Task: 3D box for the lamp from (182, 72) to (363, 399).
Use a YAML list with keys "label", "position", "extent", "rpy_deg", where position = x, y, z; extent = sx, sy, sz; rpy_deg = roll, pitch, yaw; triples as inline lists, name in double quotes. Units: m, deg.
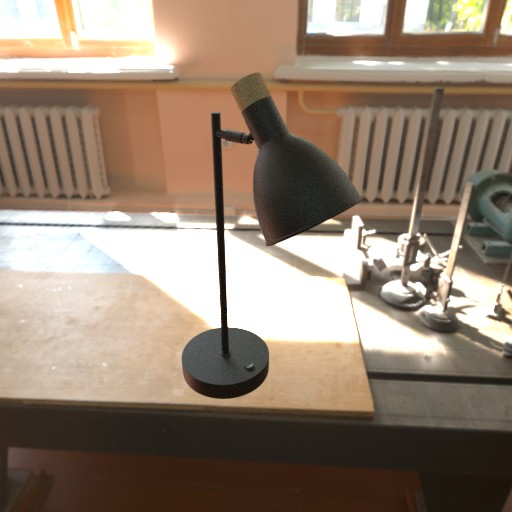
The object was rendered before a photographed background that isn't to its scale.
- label: "lamp"
  position: [0.000, 0.000, 0.628]
  extent: [0.287, 0.483, 0.152]
  rpy_deg: [20, 34, 33]
